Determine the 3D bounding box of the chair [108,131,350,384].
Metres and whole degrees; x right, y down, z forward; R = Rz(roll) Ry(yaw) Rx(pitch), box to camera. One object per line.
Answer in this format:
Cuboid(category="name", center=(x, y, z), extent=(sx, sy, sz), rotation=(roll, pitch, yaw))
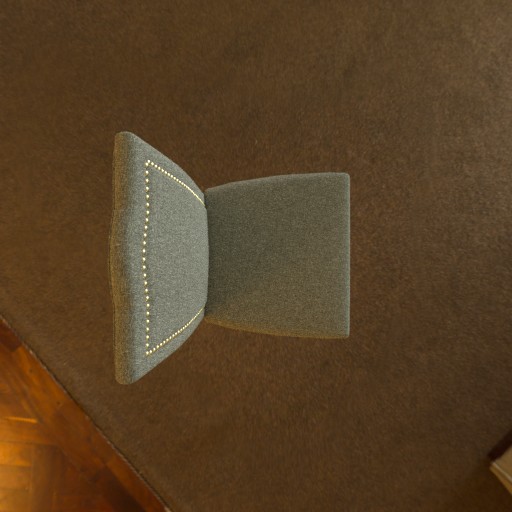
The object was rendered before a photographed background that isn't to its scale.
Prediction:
Cuboid(category="chair", center=(0.000, 0.000, 1.308), extent=(0.589, 0.946, 0.518), rotation=(0, 91, 0))
